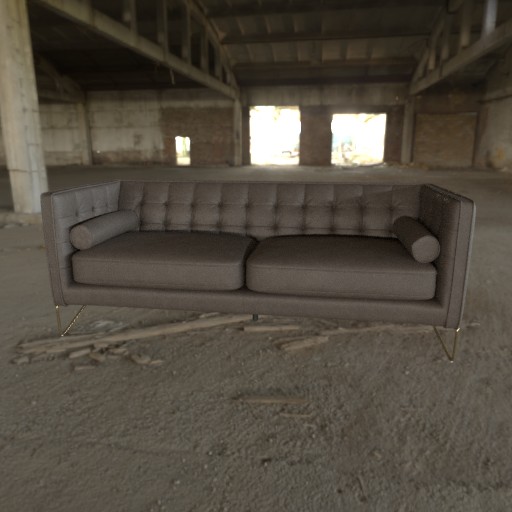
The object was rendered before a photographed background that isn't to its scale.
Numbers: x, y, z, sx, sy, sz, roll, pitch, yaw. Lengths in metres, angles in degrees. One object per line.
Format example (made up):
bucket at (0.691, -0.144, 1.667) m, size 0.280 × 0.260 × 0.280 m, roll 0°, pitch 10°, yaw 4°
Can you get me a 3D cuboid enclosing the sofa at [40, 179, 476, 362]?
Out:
sofa at (0.000, 0.000, 2.547) m, size 2.087 × 0.789 × 0.867 m, roll 2°, pitch 14°, yaw 8°
